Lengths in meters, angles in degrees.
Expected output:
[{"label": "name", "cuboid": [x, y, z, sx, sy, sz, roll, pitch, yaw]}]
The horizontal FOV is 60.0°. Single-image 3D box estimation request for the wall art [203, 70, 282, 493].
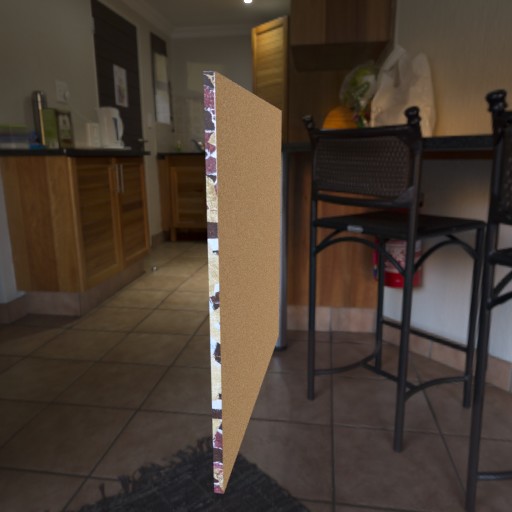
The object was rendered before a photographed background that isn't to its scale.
[{"label": "wall art", "cuboid": [0.000, 0.000, 0.601, 0.010, 0.406, 0.404, 3, 14, 11]}]
